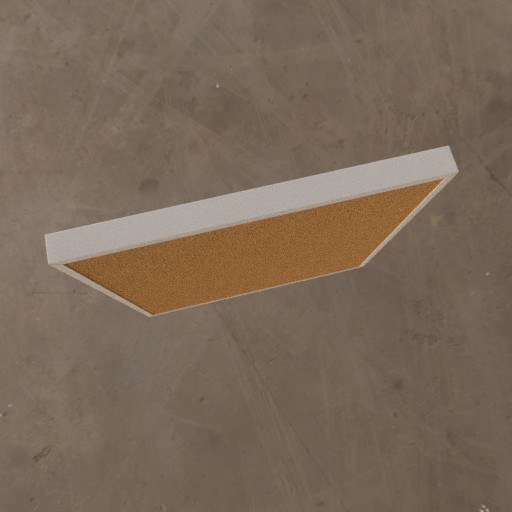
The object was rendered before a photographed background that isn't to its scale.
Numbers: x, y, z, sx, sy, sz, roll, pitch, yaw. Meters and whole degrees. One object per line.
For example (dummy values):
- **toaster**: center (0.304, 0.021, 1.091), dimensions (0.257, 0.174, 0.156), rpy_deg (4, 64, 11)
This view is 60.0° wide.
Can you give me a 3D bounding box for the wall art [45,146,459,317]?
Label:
- **wall art**: center (0.000, 0.000, 0.783), dimensions (0.508, 0.508, 0.037), rpy_deg (-13, 76, -3)
